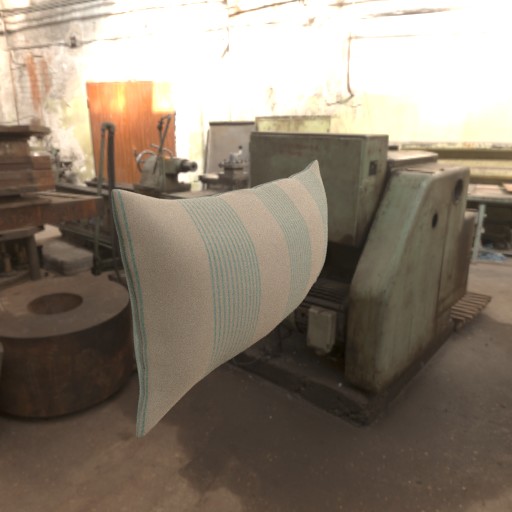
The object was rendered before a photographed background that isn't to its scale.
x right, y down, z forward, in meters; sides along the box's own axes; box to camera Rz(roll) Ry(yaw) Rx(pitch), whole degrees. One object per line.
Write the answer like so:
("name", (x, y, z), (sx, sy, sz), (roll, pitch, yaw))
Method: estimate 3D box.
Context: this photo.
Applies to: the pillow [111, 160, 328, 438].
("pillow", (0.000, 0.000, 0.734), (0.151, 0.287, 0.610), (8, 17, 26))
